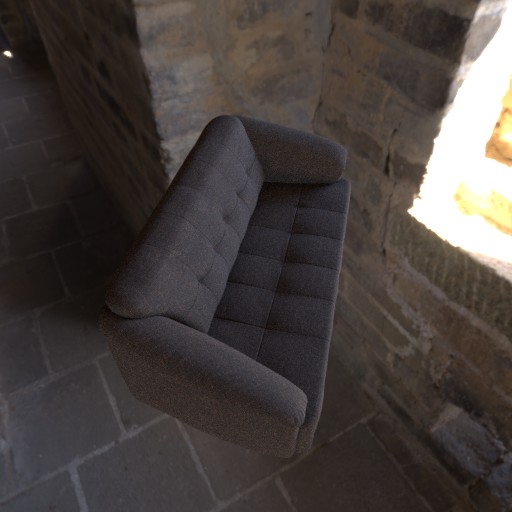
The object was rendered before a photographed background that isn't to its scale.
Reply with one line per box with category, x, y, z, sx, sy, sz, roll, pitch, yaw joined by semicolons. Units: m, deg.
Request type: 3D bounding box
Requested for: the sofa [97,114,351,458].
sofa;0.000;0.000;2.305;0.887;0.790;1.849;9;46;9
